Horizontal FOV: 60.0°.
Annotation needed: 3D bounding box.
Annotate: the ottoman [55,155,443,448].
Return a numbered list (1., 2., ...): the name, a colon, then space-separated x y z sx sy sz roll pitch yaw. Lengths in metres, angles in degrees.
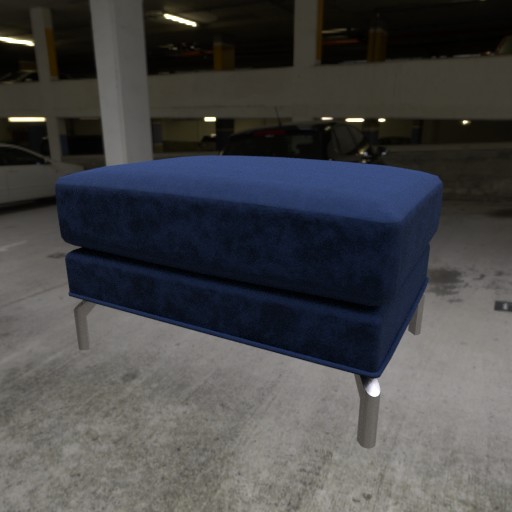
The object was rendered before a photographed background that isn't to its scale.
1. ottoman: 0.000 0.000 1.187 0.835 0.498 0.587 9 20 27
